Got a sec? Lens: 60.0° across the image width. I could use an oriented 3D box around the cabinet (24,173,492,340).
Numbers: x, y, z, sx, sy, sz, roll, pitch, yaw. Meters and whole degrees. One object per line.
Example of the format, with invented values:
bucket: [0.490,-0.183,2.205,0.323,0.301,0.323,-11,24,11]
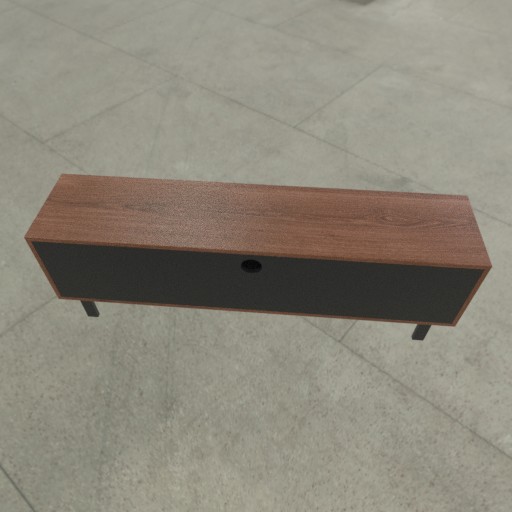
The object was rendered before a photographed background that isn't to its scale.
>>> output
cabinet: [0.000,0.000,1.875,1.650,0.500,0.400,4,49,3]
